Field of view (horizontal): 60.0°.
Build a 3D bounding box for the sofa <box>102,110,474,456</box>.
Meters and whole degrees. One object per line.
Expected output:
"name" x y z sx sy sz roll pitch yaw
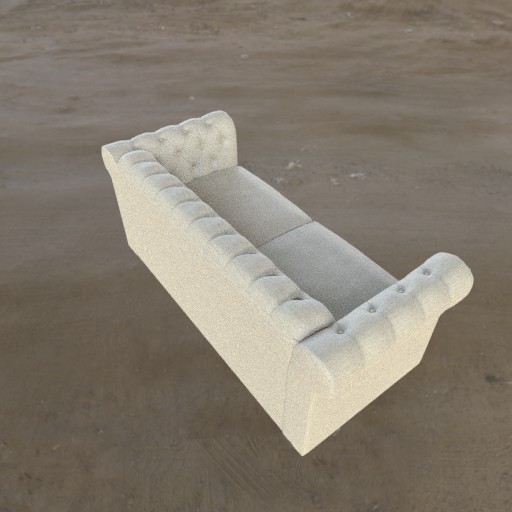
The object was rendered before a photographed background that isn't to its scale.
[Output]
"sofa" 0.000 0.000 2.261 0.783 0.797 1.798 -27 49 -26
